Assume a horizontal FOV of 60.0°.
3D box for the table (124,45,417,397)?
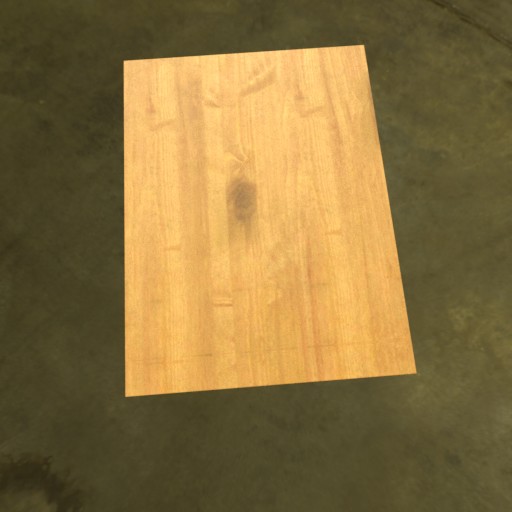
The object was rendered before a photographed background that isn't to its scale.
[{"bbox_3d":[0.000,0.000,1.226,0.500,0.813,0.660,-4,76,-1],"label":"table"}]
